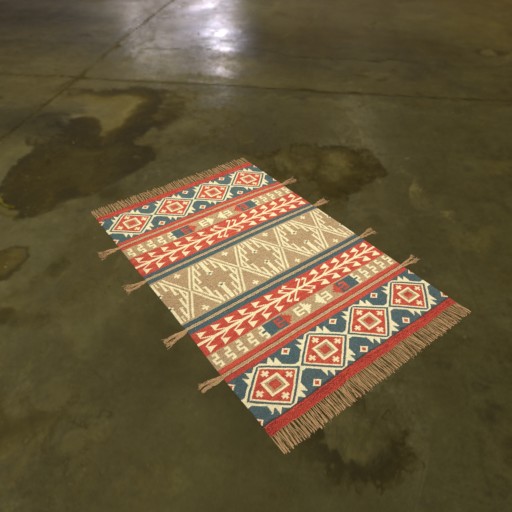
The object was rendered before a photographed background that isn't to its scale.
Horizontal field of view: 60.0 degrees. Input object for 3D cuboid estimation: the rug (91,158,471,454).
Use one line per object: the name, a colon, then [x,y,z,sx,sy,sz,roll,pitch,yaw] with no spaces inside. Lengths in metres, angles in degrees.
rug: [0.000,0.000,3.121,1.778,0.048,2.450,-26,47,-27]
